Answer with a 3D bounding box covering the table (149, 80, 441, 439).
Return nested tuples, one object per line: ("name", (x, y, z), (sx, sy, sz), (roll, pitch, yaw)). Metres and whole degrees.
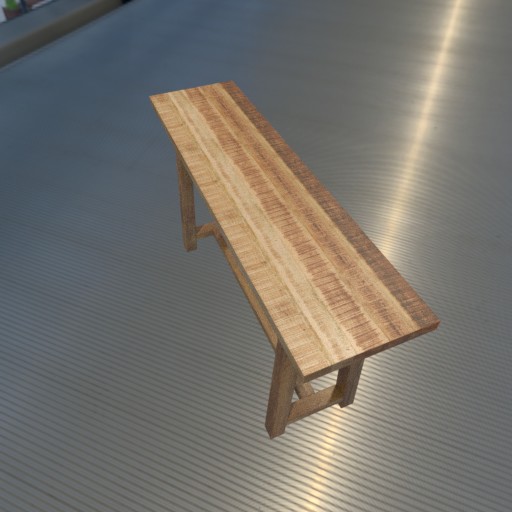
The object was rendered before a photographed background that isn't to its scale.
("table", (0.000, 0.000, 1.887), (0.405, 0.810, 1.524), (-17, 49, -16))
